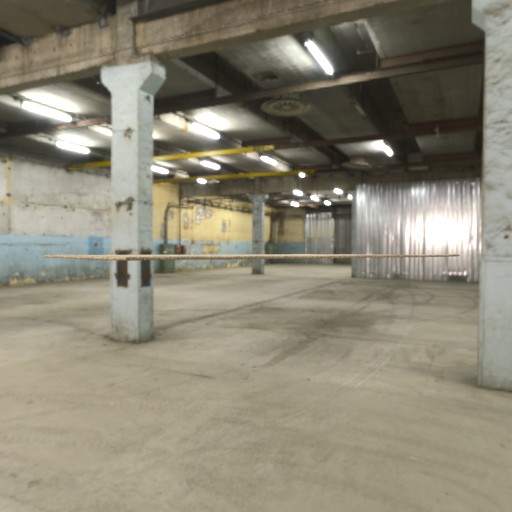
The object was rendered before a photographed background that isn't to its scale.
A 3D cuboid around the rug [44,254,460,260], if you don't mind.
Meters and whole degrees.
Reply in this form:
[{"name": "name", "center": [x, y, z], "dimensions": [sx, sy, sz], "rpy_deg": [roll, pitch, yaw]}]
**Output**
[{"name": "rug", "center": [0.000, 0.000, 2.329], "dimensions": [1.822, 0.018, 1.211], "rpy_deg": [0, 1, -36]}]
